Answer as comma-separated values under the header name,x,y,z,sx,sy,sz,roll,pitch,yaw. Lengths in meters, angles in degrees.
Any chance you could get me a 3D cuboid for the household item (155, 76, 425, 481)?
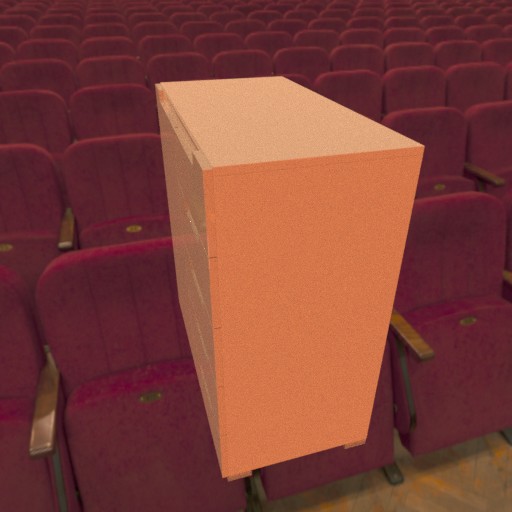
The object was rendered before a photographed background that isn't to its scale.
name,x,y,z,sx,sy,sz,roll,pitch,yaw
household item,0.000,0.000,1.328,0.420,0.870,0.800,-9,32,-14
